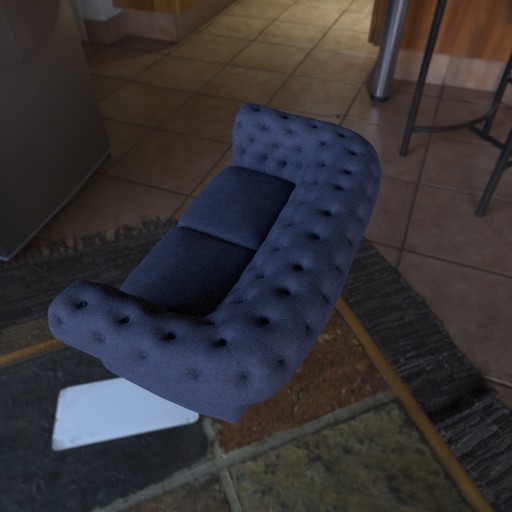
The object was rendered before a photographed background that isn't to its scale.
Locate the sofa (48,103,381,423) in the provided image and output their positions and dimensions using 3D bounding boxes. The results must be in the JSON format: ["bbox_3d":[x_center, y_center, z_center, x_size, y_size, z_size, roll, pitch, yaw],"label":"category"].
[{"bbox_3d":[0.000,0.000,2.507,1.082,0.833,1.988,18,48,17],"label":"sofa"}]
